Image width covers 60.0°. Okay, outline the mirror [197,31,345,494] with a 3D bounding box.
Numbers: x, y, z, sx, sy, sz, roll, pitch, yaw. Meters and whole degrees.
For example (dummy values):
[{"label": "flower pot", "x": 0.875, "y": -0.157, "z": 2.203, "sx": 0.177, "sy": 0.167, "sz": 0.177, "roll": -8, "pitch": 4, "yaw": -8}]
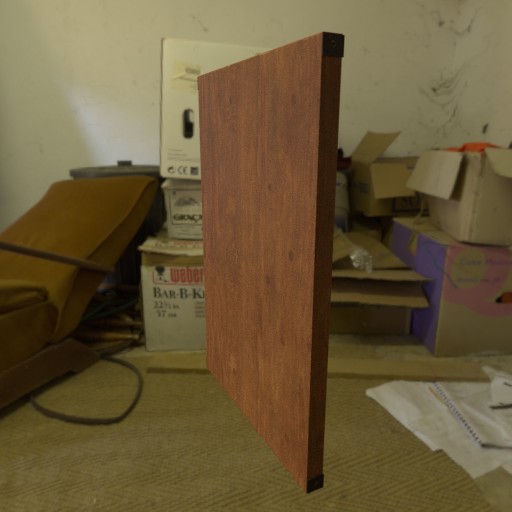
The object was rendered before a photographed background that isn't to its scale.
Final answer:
[{"label": "mirror", "x": 0.000, "y": 0.000, "z": 0.933, "sx": 0.053, "sy": 0.761, "sz": 0.517, "roll": -7, "pitch": 17, "yaw": -26}]
